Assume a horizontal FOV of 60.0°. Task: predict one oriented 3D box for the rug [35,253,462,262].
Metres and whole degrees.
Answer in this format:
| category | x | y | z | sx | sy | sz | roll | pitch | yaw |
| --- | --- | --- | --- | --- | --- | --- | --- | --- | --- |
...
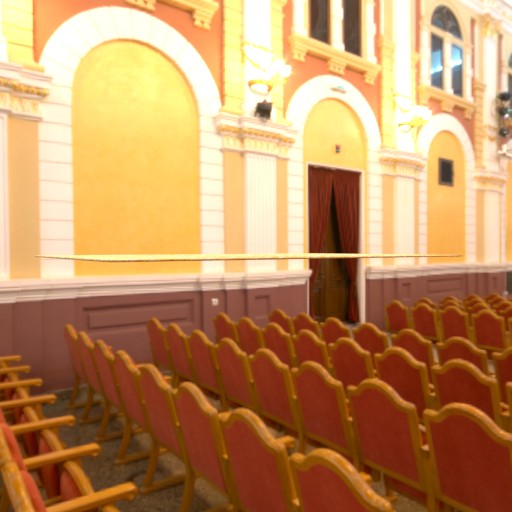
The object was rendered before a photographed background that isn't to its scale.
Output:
| category | x | y | z | sx | sy | sz | roll | pitch | yaw |
| --- | --- | --- | --- | --- | --- | --- | --- | --- | --- |
| rug | 0.000 | 0.000 | 2.943 | 2.424 | 0.010 | 1.511 | -1 | 1 | -36 |
